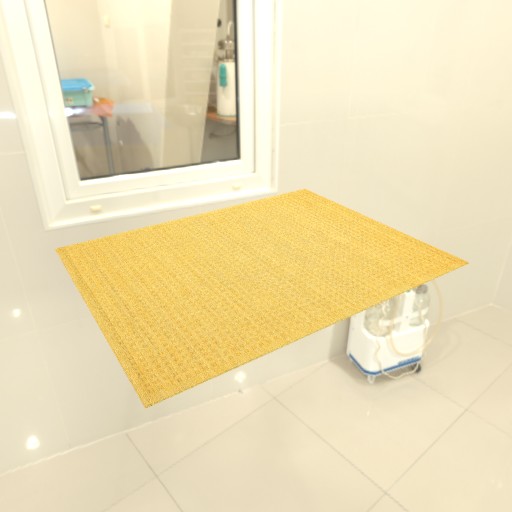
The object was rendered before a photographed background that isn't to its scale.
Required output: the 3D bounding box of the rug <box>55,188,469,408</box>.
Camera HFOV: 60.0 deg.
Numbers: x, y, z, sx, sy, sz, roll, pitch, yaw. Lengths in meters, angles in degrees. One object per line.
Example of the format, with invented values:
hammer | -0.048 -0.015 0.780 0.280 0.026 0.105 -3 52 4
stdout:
rug | 0.000 0.000 4.370 3.242 0.015 2.486 -17 33 -29
